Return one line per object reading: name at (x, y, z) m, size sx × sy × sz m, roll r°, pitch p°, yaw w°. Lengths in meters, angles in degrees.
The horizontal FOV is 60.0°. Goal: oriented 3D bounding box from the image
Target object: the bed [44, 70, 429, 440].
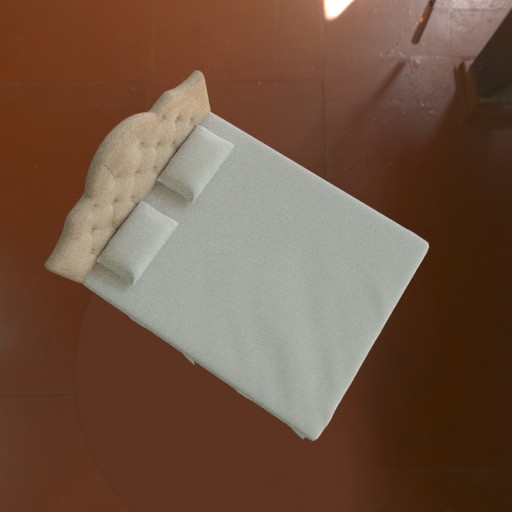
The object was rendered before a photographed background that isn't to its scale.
bed at (0.000, 0.000, 2.882) m, size 1.970 × 1.194 × 1.667 m, roll 32°, pitch 79°, yaw 7°
